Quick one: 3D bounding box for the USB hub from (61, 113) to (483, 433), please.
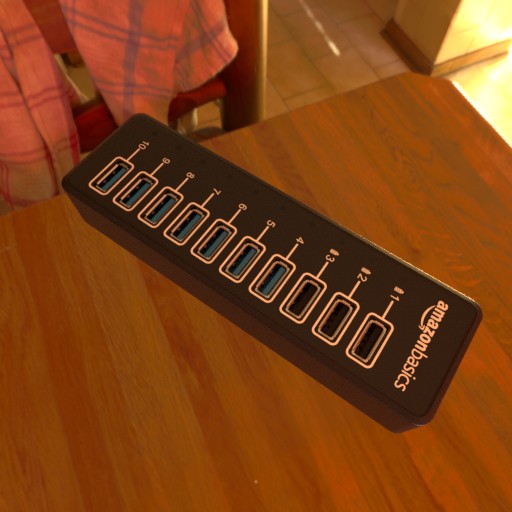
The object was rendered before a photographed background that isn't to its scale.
[{"bbox_3d":[0.000,0.000,0.158,0.145,0.023,0.044,32,67,15],"label":"USB hub"}]
